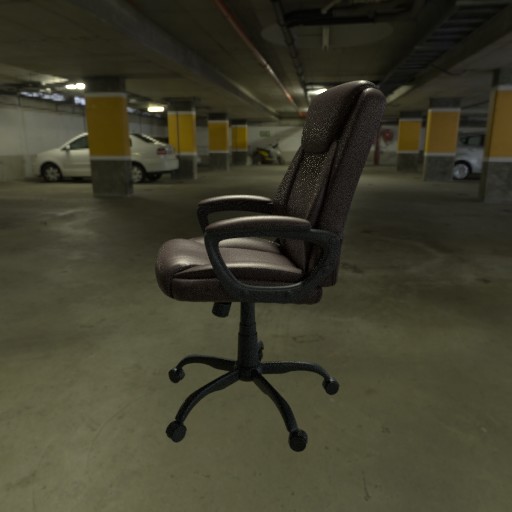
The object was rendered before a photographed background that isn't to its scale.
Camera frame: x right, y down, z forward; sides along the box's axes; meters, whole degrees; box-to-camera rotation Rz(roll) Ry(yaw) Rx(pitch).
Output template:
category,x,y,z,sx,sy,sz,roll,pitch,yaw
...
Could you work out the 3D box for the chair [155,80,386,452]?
category,x,y,z,sx,sy,sz,roll,pitch,yaw
chair,0.000,0.000,1.475,0.655,1.072,0.615,-2,14,-9
